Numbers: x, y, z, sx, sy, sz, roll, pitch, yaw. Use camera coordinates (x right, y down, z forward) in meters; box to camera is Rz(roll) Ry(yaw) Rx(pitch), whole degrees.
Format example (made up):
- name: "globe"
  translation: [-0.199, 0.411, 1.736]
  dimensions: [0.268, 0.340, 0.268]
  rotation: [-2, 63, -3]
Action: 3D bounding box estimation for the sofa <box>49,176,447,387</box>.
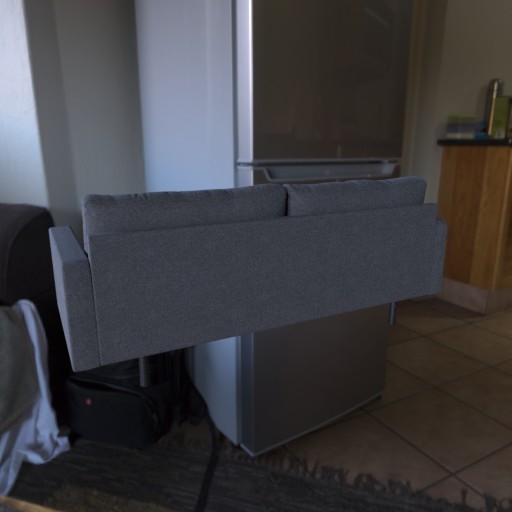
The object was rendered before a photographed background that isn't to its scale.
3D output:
- name: "sofa"
  translation: [0.000, 0.000, 2.552]
  dimensions: [2.100, 0.880, 0.880]
  rotation: [-8, 17, -26]
